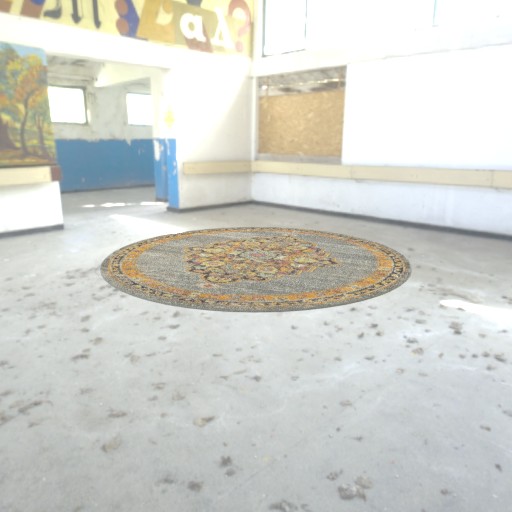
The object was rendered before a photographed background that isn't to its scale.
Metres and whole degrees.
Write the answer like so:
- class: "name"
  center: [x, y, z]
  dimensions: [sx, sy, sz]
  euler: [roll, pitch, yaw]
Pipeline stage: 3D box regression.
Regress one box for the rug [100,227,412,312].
- class: "rug"
  center: [0.000, 0.000, 3.575]
  dimensions: [2.382, 0.014, 2.382]
  euler: [0, 15, 0]
